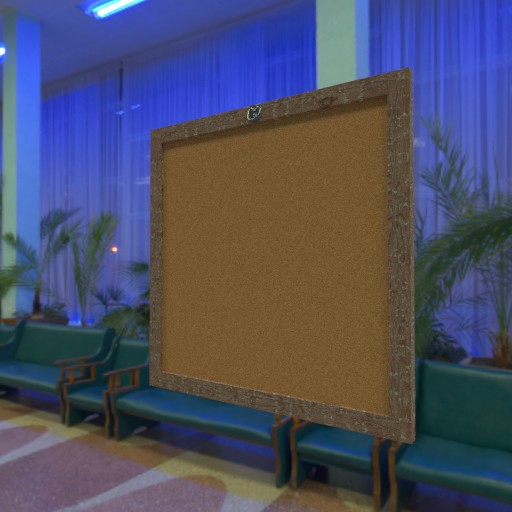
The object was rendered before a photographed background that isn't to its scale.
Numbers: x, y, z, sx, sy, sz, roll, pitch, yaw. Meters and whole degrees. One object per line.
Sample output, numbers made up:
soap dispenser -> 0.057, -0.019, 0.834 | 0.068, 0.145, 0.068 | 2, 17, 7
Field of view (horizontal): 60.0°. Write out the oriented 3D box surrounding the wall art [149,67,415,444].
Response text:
wall art -> 0.000, 0.000, 0.555 | 0.380, 0.380, 0.022 | -1, -1, 34
